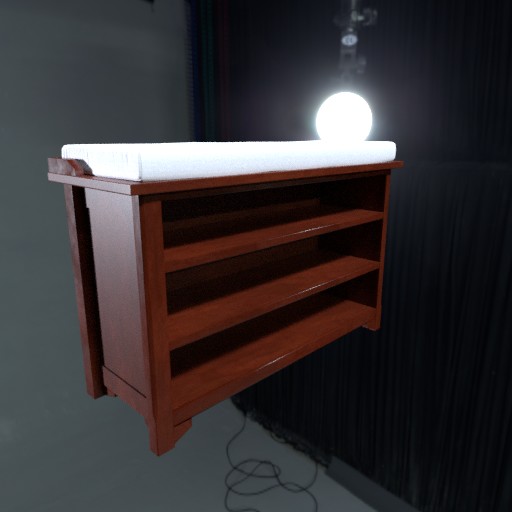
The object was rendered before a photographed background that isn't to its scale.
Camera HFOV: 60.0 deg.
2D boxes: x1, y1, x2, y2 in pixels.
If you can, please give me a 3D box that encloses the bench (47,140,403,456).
[{"bbox_3d":[0.000,0.000,1.300,0.369,0.646,0.987,15,21,43],"label":"bench"}]
